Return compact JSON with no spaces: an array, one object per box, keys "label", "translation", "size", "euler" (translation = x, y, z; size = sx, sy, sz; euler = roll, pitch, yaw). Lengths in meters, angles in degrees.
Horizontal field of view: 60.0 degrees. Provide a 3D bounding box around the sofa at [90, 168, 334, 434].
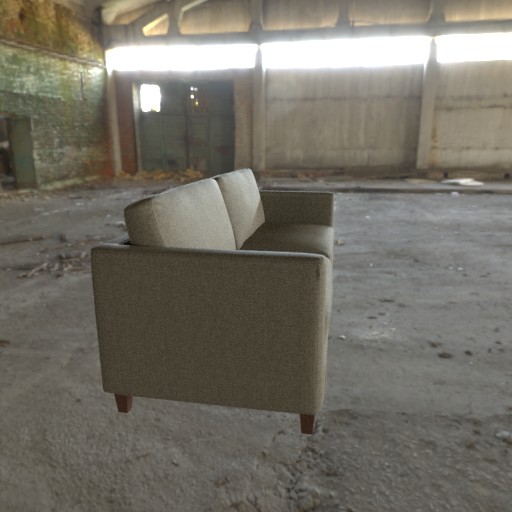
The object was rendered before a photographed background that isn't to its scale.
[{"label":"sofa","translation":[0.000,0.000,2.742],"size":[0.956,0.960,2.208],"euler":[3,15,10]}]
